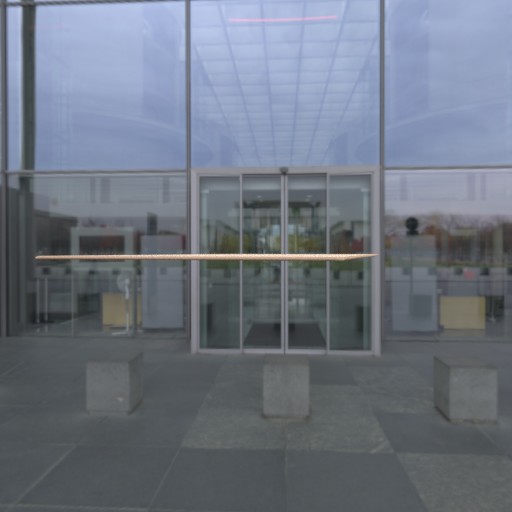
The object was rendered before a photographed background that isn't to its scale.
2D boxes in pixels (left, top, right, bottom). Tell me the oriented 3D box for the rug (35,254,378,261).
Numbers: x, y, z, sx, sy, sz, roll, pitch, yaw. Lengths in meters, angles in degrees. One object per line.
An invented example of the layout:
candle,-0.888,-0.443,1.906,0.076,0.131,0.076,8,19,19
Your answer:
rug,0.000,0.000,2.151,1.061,0.012,1.668,0,1,19
